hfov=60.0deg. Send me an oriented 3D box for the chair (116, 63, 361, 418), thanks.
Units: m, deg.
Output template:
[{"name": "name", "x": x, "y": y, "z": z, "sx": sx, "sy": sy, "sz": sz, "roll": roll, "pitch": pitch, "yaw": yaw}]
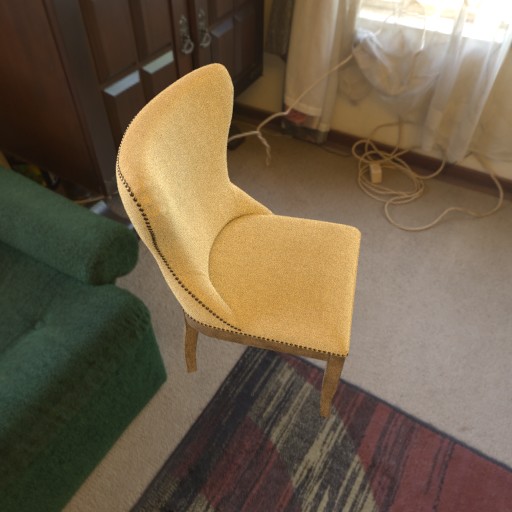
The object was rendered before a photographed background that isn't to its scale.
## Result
[{"name": "chair", "x": 0.000, "y": 0.000, "z": 1.477, "sx": 0.681, "sy": 1.002, "sz": 0.654, "roll": 10, "pitch": 47, "yaw": 9}]
